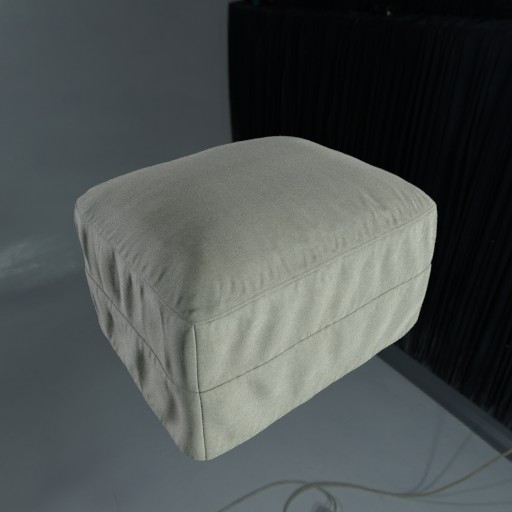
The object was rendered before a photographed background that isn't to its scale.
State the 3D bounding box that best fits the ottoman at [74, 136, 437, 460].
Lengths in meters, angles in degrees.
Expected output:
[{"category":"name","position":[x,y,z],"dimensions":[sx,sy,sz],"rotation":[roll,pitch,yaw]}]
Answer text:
[{"category":"ottoman","position":[0.000,0.000,1.079],"dimensions":[0.712,0.480,0.584],"rotation":[-21,37,-31]}]
